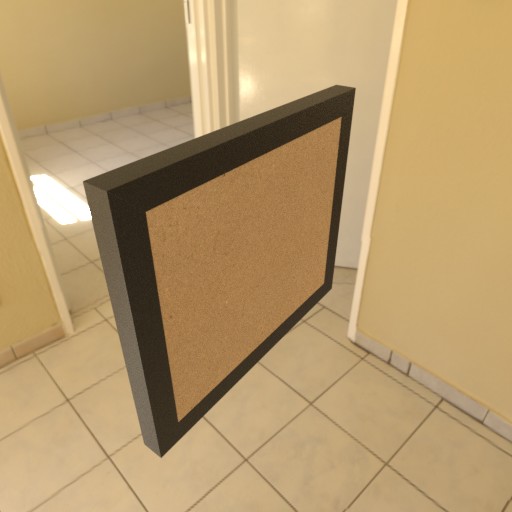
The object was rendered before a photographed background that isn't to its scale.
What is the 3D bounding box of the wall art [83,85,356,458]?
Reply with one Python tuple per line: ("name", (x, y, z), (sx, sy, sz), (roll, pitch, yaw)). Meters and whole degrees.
("wall art", (0.000, 0.000, 0.531), (0.028, 0.321, 0.381), (23, 40, 30))
